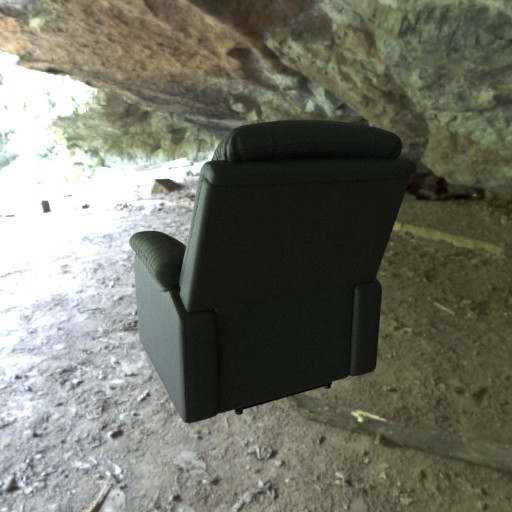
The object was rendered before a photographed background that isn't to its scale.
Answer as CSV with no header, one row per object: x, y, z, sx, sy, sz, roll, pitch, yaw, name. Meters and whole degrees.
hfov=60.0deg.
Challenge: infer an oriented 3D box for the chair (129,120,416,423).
0.000,0.000,1.729,0.855,0.992,0.919,-7,17,-25,chair
